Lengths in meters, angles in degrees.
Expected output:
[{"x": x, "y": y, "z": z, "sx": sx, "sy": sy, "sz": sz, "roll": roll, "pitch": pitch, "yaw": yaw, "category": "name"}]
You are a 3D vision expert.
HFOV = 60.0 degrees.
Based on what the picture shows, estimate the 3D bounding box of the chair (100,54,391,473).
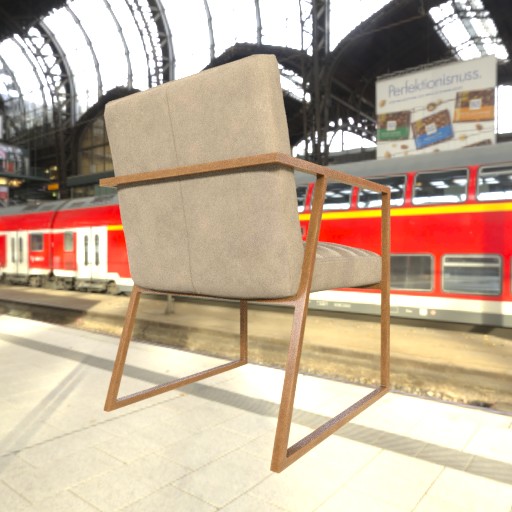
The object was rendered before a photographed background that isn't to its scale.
[{"x": 0.000, "y": 0.000, "z": 1.288, "sx": 0.578, "sy": 0.843, "sz": 0.682, "roll": 1, "pitch": 1, "yaw": 37, "category": "chair"}]
